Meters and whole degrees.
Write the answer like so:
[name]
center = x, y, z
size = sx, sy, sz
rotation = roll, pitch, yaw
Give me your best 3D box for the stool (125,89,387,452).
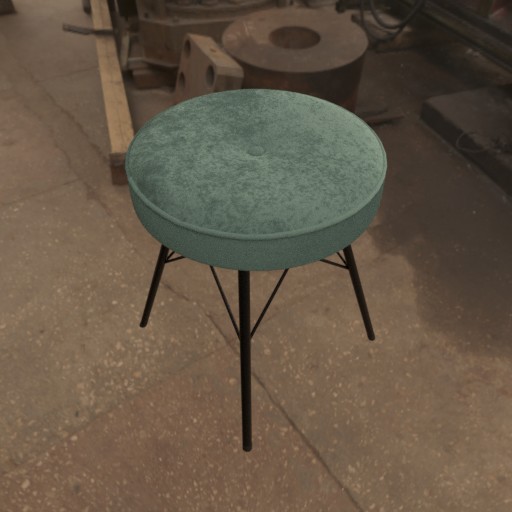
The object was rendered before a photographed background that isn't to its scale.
[stool]
center = 0.000, 0.000, 0.872
size = 0.457, 0.519, 0.458
rotation = -25, 51, -22
